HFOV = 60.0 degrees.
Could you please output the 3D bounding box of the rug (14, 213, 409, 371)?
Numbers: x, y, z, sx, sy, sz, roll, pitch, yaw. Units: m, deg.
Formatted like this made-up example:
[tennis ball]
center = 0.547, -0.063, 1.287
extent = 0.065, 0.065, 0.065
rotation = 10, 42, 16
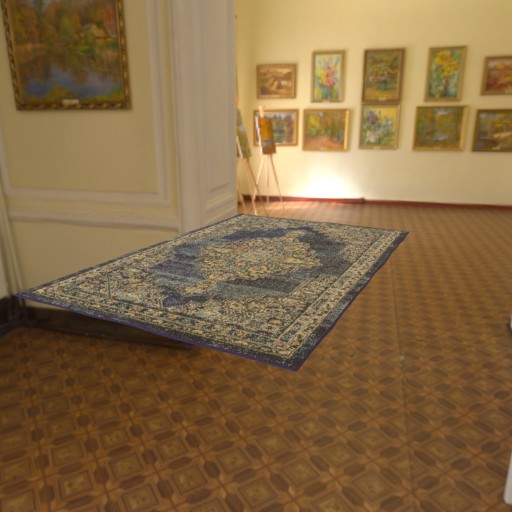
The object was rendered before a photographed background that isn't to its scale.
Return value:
[rug]
center = 0.000, 0.000, 2.200
extent = 1.184, 0.012, 1.781
rotation = 9, 19, 26
